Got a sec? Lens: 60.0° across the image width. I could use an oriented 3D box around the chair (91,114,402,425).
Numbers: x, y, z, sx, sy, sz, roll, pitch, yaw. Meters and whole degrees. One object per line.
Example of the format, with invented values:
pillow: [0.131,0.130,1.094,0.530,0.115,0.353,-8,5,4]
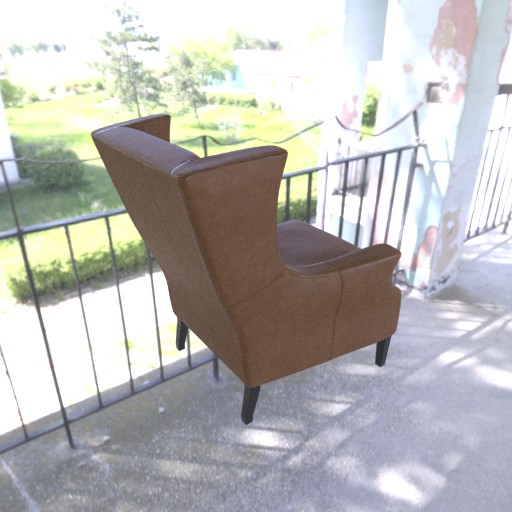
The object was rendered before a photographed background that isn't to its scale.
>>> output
chair: [0.000,0.000,1.726,0.925,1.016,0.852,-18,32,-32]
